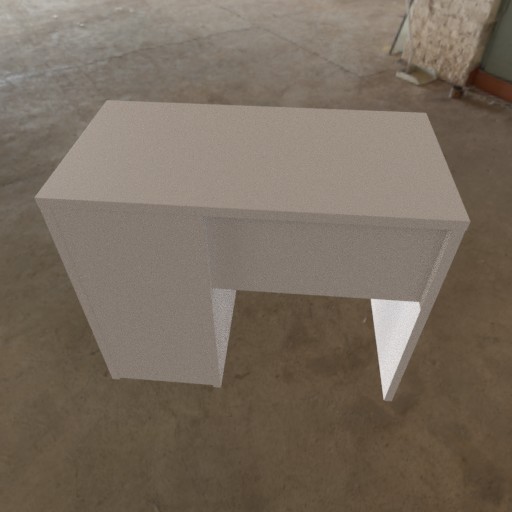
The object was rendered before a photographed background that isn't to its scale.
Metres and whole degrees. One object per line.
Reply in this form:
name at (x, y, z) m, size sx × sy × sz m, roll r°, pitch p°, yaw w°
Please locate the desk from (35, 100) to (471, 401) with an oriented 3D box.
desk at (0.000, 0.000, 1.334) m, size 0.898 × 0.730 × 0.482 m, roll 3°, pitch 44°, yaw 4°
